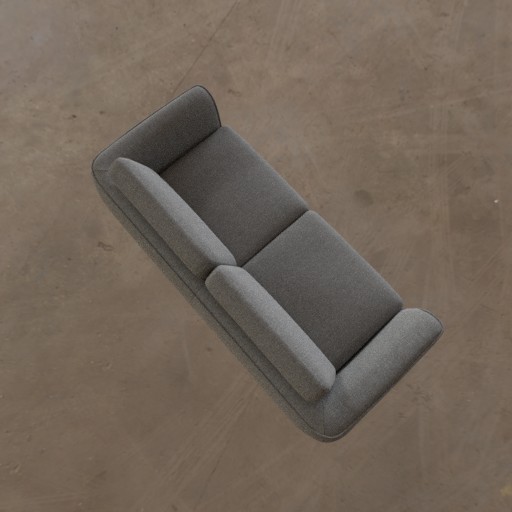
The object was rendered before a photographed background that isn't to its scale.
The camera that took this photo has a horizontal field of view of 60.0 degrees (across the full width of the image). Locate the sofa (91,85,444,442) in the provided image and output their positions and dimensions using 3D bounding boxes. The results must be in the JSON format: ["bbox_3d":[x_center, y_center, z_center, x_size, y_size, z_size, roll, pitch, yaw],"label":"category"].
[{"bbox_3d":[0.000,0.000,2.538,0.920,0.870,2.000,-41,78,-11],"label":"sofa"}]
